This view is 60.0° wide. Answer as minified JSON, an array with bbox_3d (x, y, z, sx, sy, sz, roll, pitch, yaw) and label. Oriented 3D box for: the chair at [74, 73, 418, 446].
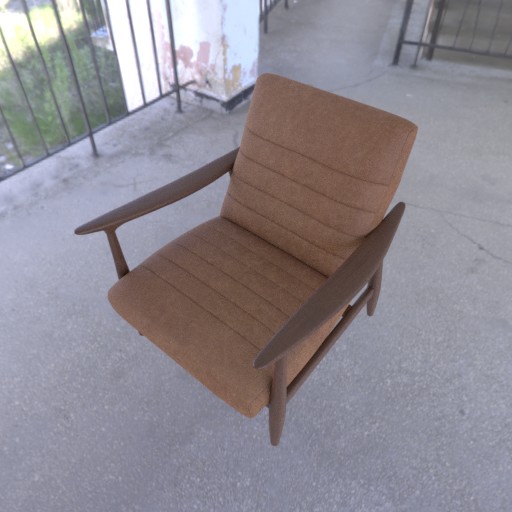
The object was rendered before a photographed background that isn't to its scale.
[{"bbox_3d":[0.000,0.000,1.442,0.741,0.832,0.798,31,53,26],"label":"chair"}]
